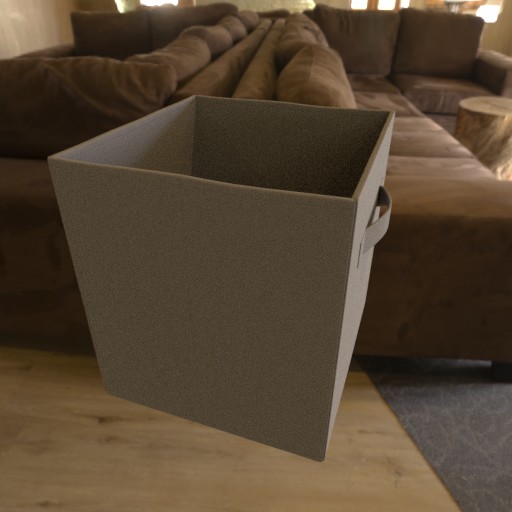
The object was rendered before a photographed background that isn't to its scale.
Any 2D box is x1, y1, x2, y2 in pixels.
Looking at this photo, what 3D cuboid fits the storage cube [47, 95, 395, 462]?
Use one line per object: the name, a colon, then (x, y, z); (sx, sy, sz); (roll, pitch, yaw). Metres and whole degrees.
storage cube: (0.000, 0.000, 0.497); (0.270, 0.280, 0.270); (11, 33, 17)
